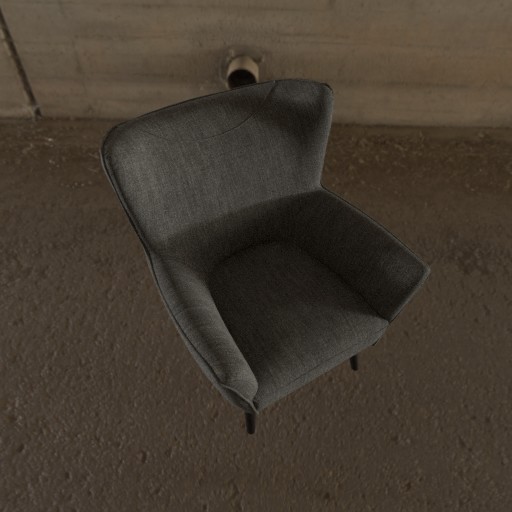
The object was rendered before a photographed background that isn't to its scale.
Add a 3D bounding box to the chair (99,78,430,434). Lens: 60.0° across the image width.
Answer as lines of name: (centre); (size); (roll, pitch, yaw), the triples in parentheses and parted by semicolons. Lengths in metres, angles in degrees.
chair: (0.000, 0.000, 1.570); (0.781, 0.933, 0.888); (-24, 51, -21)
